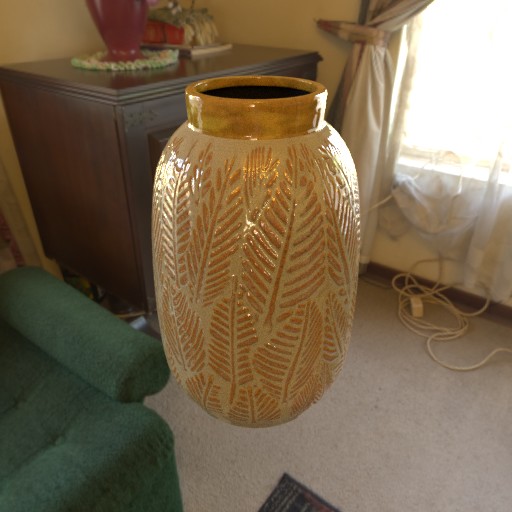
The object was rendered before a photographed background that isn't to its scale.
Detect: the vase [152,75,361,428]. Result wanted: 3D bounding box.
[{"bbox_3d":[0.000,0.000,0.372,0.172,0.270,0.172,0,31,0],"label":"vase"}]
